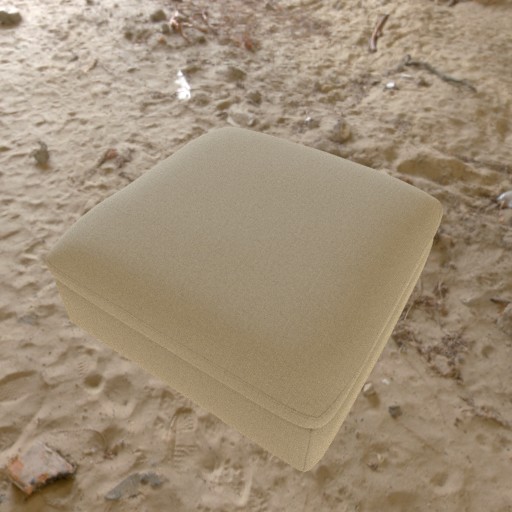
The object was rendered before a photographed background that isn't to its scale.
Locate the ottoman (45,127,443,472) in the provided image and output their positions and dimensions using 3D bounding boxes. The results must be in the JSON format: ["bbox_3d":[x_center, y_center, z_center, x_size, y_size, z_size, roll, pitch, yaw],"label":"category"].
[{"bbox_3d":[0.000,0.000,1.526,0.996,0.467,0.977,25,50,23],"label":"ottoman"}]
